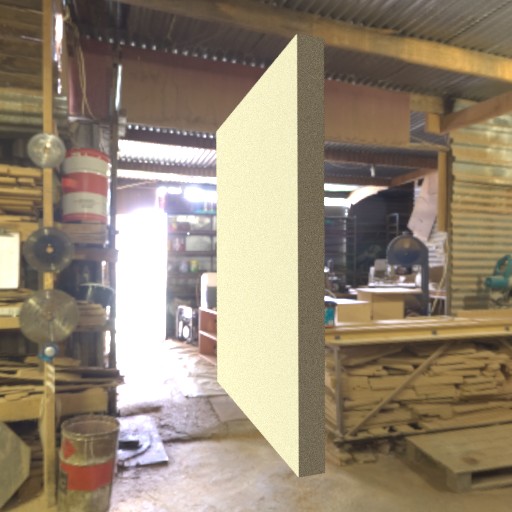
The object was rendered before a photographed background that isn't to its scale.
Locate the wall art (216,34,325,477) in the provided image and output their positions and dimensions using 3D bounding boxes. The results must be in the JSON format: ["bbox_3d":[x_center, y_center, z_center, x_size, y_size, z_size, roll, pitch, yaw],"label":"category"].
[{"bbox_3d":[0.000,0.000,0.772,0.039,0.553,0.451,0,0,-18],"label":"wall art"}]
